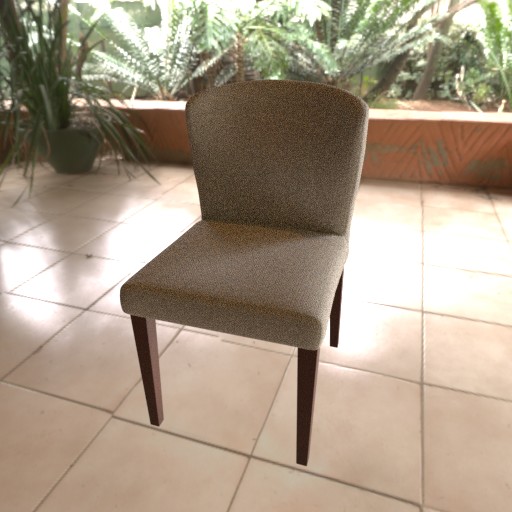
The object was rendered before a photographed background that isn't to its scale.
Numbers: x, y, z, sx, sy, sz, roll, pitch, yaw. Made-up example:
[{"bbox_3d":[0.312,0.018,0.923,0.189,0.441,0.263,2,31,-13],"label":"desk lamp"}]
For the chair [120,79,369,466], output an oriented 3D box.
[{"bbox_3d":[0.000,0.000,1.190,0.491,0.839,0.589,8,28,16],"label":"chair"}]
